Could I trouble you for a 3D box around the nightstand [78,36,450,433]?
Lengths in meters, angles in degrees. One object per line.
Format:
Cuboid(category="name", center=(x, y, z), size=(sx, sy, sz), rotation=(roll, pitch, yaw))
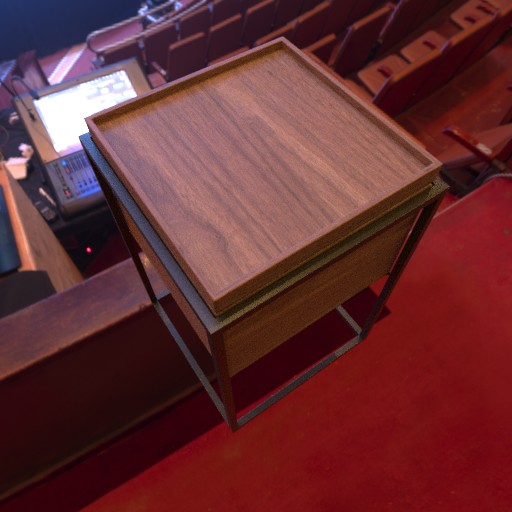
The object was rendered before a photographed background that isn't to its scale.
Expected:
Cuboid(category="nightstand", center=(0.000, 0.000, 0.879), size=(0.397, 0.607, 0.397), rotation=(-30, 62, -18))
